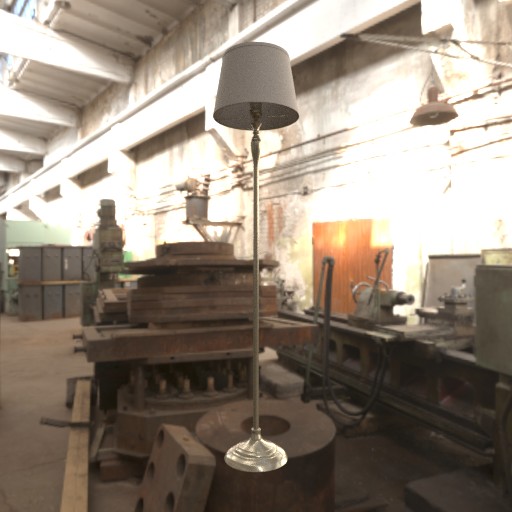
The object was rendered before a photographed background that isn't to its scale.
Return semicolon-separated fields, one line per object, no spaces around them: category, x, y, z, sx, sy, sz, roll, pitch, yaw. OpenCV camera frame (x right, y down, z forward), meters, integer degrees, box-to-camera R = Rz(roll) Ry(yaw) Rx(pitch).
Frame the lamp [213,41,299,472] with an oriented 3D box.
lamp;0.000;0.000;1.672;0.327;1.506;0.327;1;-1;-36
